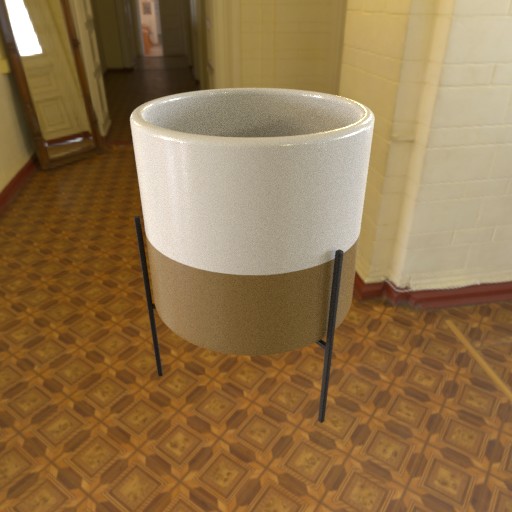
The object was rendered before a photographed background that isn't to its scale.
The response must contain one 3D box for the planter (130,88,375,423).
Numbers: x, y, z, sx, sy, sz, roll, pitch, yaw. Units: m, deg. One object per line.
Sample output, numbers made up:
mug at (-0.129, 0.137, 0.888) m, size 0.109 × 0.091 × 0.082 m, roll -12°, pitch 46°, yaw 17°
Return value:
planter at (0.000, 0.000, 0.665) m, size 0.310 × 0.432 × 0.310 m, roll 19°, pitch 35°, yaw 30°
